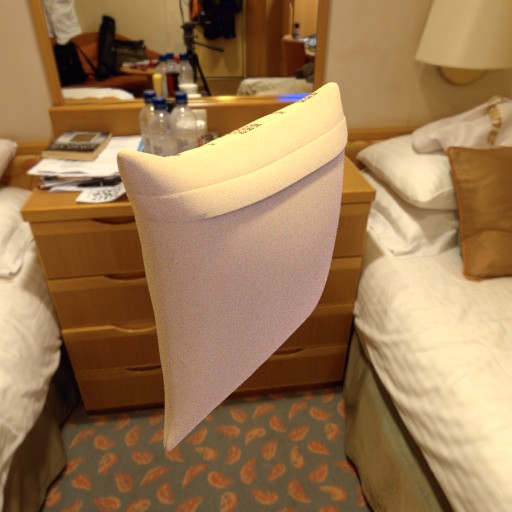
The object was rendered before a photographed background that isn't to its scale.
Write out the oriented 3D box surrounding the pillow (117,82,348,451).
[{"bbox_3d":[0.000,0.000,0.621,0.173,0.406,0.405,20,37,30],"label":"pillow"}]
